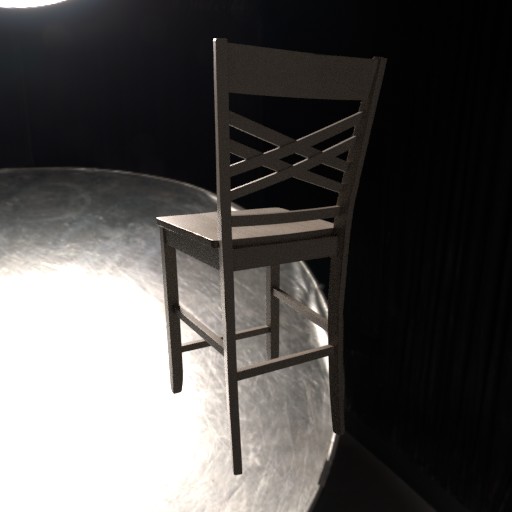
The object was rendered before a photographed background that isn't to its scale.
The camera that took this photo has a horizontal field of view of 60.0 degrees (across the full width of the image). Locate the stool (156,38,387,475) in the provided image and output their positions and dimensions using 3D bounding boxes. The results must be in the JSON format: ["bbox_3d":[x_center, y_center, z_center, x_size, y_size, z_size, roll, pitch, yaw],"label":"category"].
[{"bbox_3d":[0.000,0.000,1.342,0.462,1.079,0.539,-8,16,-28],"label":"stool"}]
